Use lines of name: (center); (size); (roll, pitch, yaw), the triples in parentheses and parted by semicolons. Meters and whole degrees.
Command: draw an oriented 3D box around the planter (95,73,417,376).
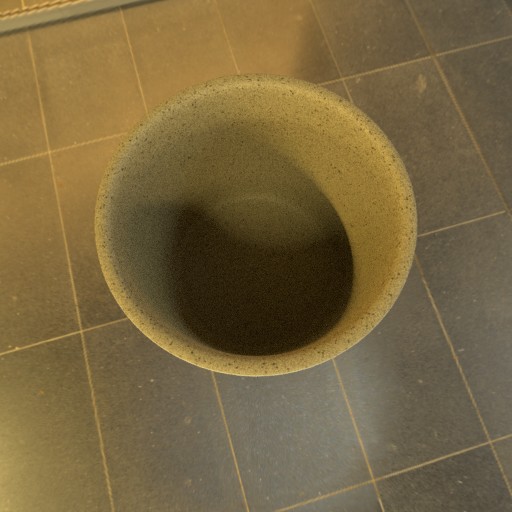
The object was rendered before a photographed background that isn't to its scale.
planter: (0.000, 0.000, 0.356); (0.191, 0.199, 0.191); (0, 74, 0)
